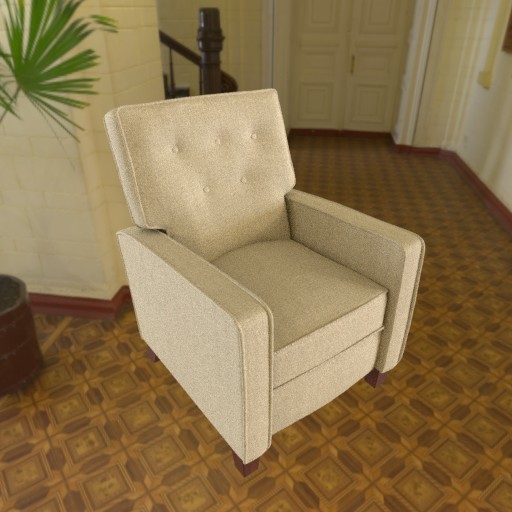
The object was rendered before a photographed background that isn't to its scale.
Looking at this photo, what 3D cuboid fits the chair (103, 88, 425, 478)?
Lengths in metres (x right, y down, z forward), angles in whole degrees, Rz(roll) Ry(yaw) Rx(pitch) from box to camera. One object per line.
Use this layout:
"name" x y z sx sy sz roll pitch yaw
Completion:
"chair" 0.000 0.000 1.377 0.648 0.888 0.754 -20 35 -31
